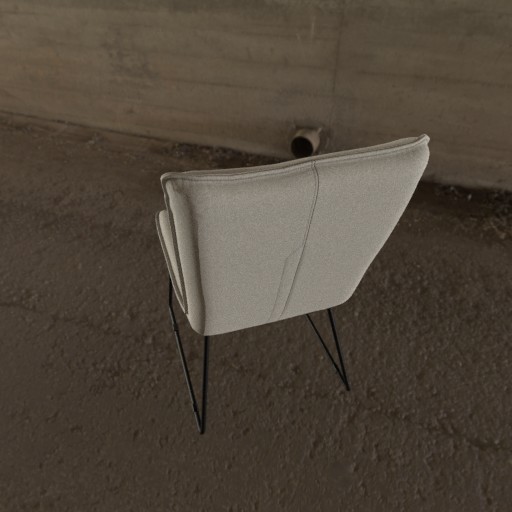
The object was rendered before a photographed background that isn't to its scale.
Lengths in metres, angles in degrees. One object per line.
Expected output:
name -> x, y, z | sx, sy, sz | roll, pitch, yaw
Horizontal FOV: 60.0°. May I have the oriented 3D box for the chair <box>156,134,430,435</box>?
chair -> 0.000, 0.000, 1.278 | 0.515, 0.930, 0.688 | -12, 41, -14
